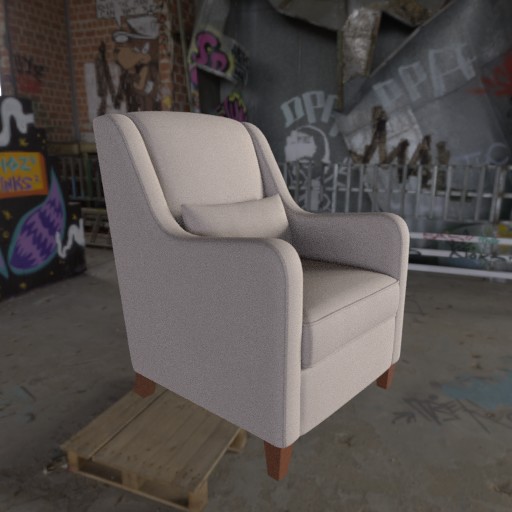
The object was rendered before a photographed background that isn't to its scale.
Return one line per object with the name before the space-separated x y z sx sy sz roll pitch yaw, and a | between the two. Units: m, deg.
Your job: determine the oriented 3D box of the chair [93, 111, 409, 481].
chair | 0.000 0.000 1.572 0.863 1.010 0.715 12 18 41
